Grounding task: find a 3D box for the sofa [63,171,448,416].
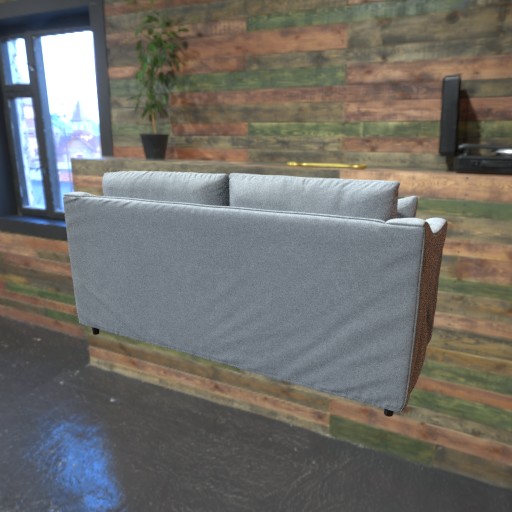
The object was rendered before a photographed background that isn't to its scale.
[{"bbox_3d":[0.000,0.000,2.645,2.010,1.018,1.072,8,17,27],"label":"sofa"}]
